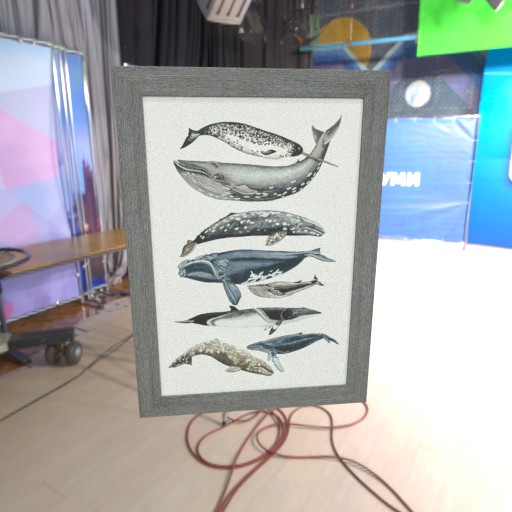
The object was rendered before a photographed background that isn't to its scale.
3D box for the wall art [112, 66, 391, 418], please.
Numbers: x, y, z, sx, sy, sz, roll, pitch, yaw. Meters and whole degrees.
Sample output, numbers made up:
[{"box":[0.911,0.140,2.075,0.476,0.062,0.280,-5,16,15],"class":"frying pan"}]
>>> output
[{"box":[0.000,0.000,1.363,0.768,1.070,0.020,-2,15,-6],"class":"wall art"}]
